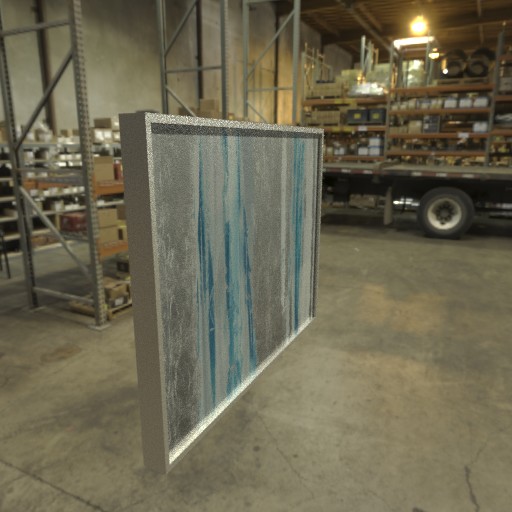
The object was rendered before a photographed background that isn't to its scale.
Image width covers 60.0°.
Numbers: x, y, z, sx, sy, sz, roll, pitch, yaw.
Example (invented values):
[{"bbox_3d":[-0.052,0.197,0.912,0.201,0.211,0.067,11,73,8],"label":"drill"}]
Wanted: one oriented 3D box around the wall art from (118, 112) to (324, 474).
[{"bbox_3d":[0.000,0.000,1.402,0.066,0.801,1.056,7,16,26],"label":"wall art"}]
